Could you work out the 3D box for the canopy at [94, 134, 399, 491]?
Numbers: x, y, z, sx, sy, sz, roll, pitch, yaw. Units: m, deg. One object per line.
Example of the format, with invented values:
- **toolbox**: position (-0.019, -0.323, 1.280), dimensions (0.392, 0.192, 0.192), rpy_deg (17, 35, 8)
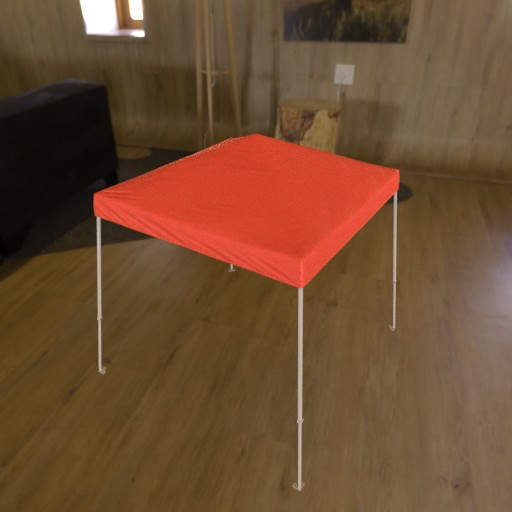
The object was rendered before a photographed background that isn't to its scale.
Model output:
- **canopy**: position (0.000, 0.000, 5.171), dimensions (2.850, 2.850, 2.849), rpy_deg (18, 35, 28)
